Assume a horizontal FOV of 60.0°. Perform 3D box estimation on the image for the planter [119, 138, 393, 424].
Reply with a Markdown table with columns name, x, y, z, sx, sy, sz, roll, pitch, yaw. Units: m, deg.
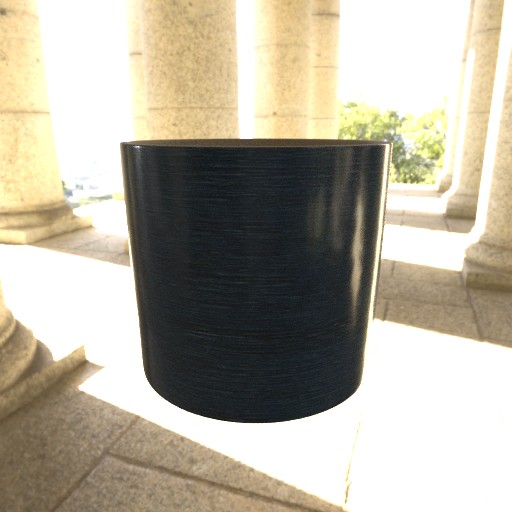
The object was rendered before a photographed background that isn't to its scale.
| name | x | y | z | sx | sy | sz | roll | pitch | yaw |
| --- | --- | --- | --- | --- | --- | --- | --- | --- | --- |
| planter | 0.000 | 0.000 | 0.402 | 0.221 | 0.201 | 0.221 | 0 | 16 | 0 |
